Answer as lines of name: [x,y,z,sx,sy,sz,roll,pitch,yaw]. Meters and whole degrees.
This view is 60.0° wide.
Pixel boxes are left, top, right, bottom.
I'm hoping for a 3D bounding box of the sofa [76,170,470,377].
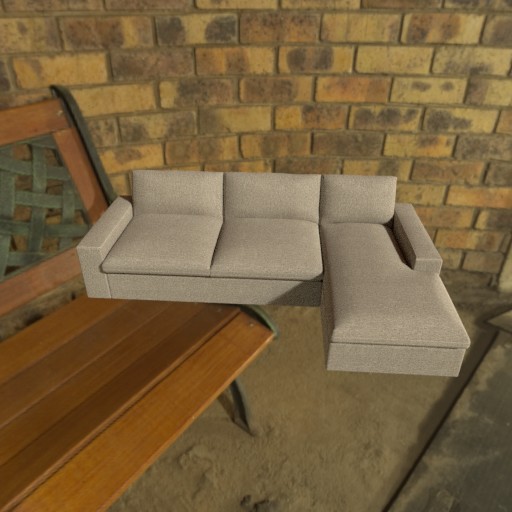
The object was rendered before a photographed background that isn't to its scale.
sofa: [0.000,0.000,3.428,2.718,0.813,1.689,2,31,3]
